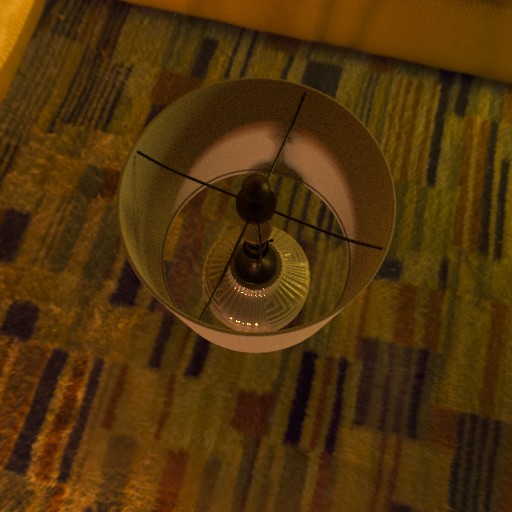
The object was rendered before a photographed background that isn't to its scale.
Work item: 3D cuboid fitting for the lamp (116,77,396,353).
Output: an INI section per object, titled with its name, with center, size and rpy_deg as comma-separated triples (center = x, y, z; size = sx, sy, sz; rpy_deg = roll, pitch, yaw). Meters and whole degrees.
[lamp]
center = 0.000, 0.000, 0.743
size = 0.318, 0.567, 0.318
rpy_deg = 0, 74, 0
